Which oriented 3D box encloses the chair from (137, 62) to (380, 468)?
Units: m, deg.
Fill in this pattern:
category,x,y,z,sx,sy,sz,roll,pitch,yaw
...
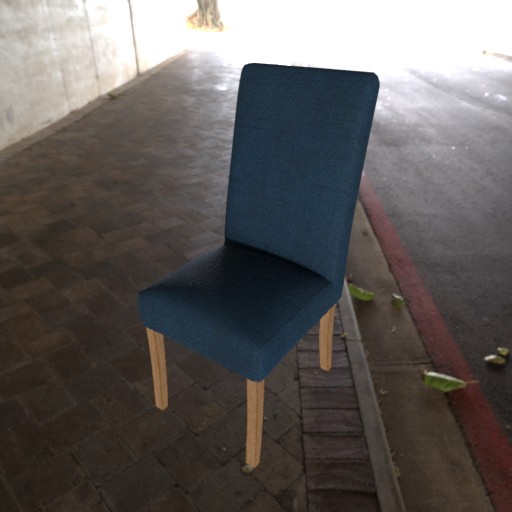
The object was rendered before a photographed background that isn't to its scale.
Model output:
category,x,y,z,sx,sy,sz,roll,pitch,yaw
chair,0.000,0.000,1.368,0.450,1.029,0.610,19,35,29
